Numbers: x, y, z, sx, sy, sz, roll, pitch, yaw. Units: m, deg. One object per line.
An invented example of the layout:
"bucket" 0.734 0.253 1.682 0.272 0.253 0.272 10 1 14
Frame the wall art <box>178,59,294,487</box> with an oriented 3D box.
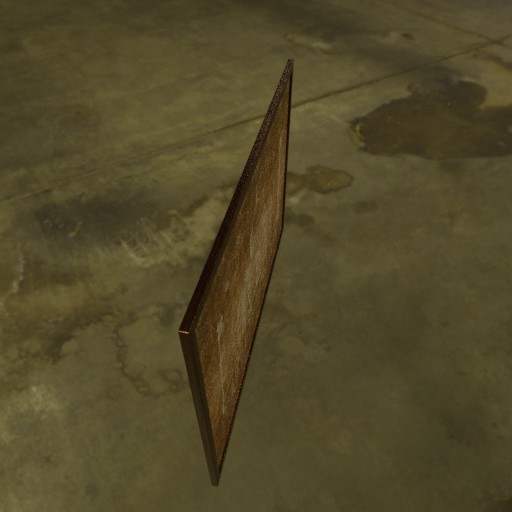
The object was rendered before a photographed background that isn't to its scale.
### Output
"wall art" 0.000 0.000 1.004 0.014 0.559 0.816 9 46 8
